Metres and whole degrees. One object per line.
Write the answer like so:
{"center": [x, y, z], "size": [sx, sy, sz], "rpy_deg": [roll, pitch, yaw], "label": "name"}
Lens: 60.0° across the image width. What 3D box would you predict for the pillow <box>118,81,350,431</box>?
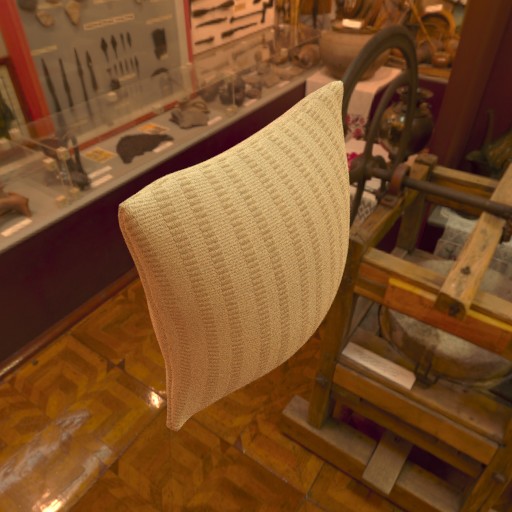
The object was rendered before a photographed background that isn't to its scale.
{"center": [0.000, 0.000, 0.682], "size": [0.247, 0.419, 0.438], "rpy_deg": [25, 46, 27], "label": "pillow"}
